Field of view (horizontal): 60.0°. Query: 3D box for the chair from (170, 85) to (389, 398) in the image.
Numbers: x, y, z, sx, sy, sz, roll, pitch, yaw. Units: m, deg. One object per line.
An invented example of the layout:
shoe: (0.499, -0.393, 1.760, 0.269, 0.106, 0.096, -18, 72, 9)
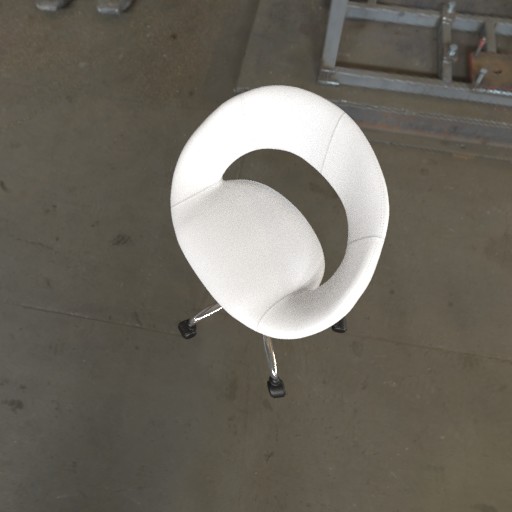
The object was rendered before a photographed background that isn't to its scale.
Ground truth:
chair: (0.000, 0.000, 1.199, 0.538, 0.791, 0.612, -32, 68, -15)
